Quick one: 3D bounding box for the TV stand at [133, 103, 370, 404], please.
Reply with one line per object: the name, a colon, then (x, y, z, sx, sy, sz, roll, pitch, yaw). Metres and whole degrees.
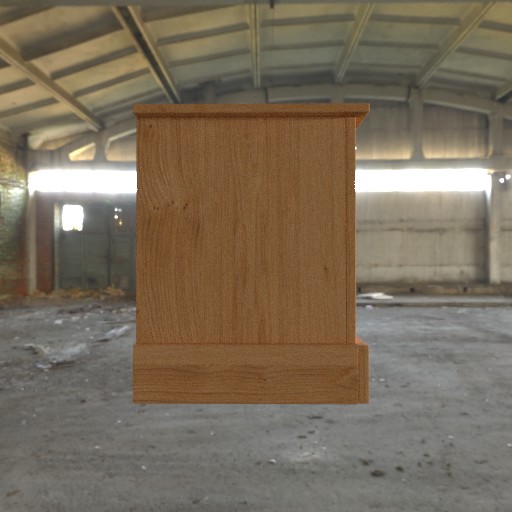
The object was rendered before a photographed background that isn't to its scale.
TV stand: (0.000, 0.000, 1.347, 0.440, 0.550, 1.080, 0, 0, 1)
